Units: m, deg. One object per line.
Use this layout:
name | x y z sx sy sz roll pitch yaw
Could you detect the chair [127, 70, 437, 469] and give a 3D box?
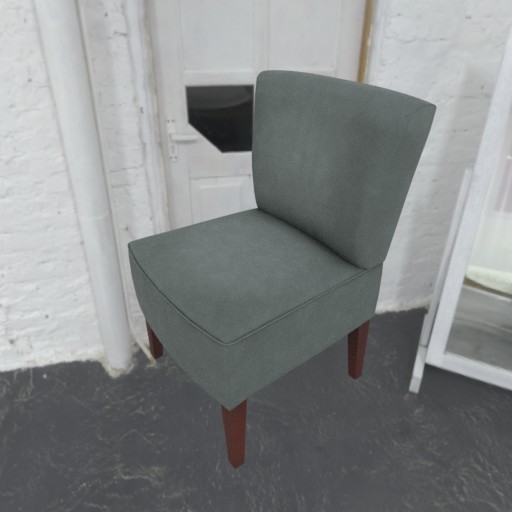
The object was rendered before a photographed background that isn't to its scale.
chair | 0.000 0.000 1.133 0.554 0.806 0.521 -20 37 -30
